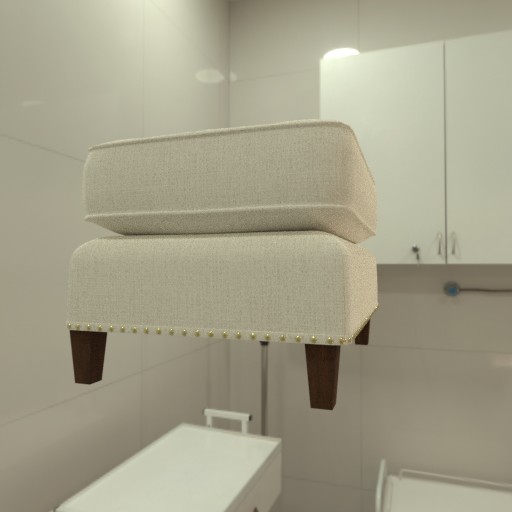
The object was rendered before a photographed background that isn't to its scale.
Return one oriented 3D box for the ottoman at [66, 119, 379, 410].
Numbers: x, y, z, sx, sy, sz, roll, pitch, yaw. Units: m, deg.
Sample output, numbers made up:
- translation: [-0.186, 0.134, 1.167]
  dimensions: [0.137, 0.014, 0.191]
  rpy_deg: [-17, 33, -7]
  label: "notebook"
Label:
- translation: [0.000, 0.000, 1.156]
  dimensions: [0.589, 0.537, 0.738]
  rpy_deg: [0, -1, 19]
  label: "ottoman"
